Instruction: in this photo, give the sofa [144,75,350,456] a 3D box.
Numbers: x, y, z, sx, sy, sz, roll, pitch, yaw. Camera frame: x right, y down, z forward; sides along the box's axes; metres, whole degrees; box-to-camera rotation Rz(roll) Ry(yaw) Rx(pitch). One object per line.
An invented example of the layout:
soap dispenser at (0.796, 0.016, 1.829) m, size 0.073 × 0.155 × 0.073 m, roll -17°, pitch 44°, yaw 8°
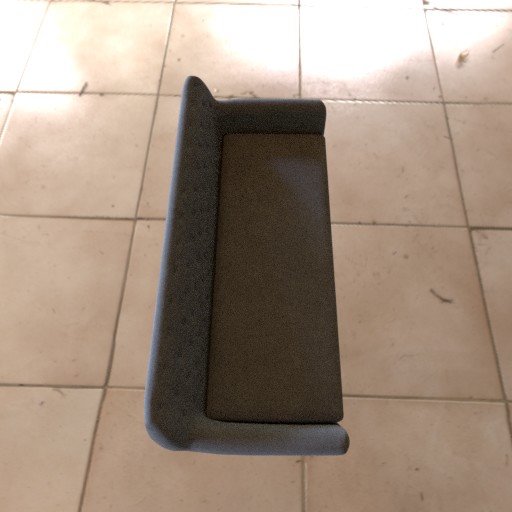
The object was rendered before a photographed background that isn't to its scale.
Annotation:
sofa at (0.000, 0.000, 2.388) m, size 0.830 × 0.830 × 1.970 m, roll 1°, pitch 64°, yaw 0°
